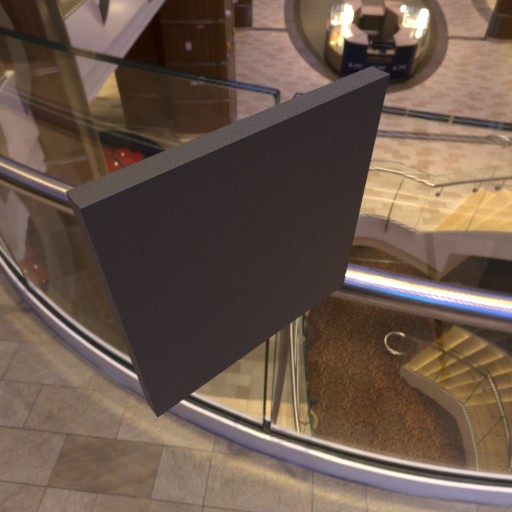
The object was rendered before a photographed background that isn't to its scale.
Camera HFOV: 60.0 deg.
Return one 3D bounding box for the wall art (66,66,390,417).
[{"bbox_3d":[0.000,0.000,0.767,0.507,0.507,0.038,-31,53,-26],"label":"wall art"}]
